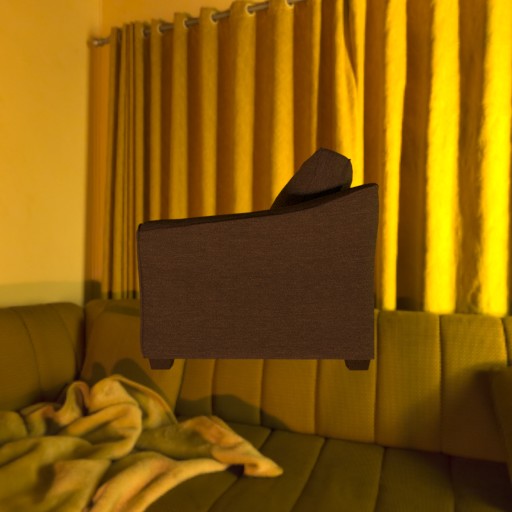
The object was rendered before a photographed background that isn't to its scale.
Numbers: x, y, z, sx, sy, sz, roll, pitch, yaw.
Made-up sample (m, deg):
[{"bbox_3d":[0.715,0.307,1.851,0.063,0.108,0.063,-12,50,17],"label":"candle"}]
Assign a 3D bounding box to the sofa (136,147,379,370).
[{"bbox_3d":[0.000,0.000,2.826,0.971,0.950,2.270,0,0,0],"label":"sofa"}]
